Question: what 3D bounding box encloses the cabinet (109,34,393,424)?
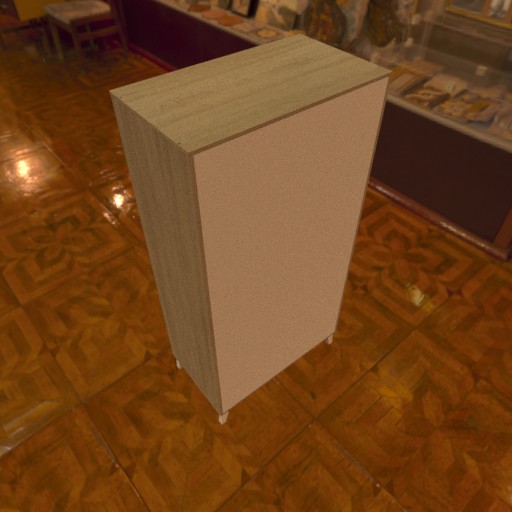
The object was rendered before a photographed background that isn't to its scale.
[{"bbox_3d":[0.000,0.000,2.493,1.006,1.999,0.571,-29,52,-26],"label":"cabinet"}]
